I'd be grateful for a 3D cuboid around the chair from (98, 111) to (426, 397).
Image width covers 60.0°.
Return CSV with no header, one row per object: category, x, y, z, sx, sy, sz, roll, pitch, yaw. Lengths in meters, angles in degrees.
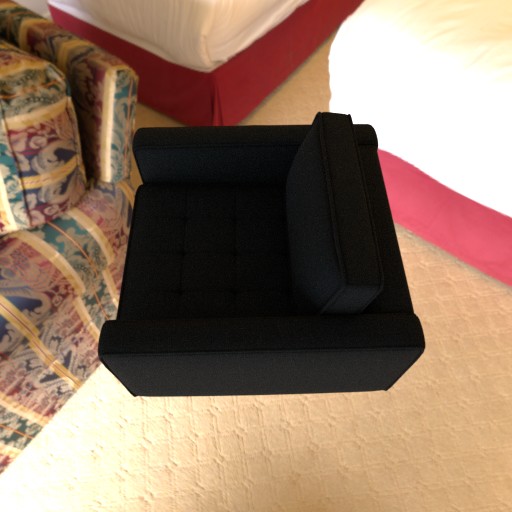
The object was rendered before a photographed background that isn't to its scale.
chair,0.000,0.000,1.595,0.920,0.770,0.899,-1,58,-1
